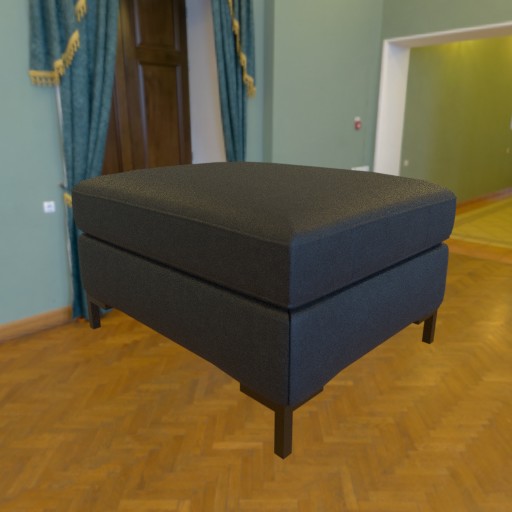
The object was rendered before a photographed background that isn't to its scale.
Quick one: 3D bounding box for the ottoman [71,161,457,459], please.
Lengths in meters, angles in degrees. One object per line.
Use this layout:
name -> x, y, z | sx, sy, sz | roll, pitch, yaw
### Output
ottoman -> 0.000, 0.000, 1.787 | 1.187, 0.696, 0.967 | 16, 23, 42
